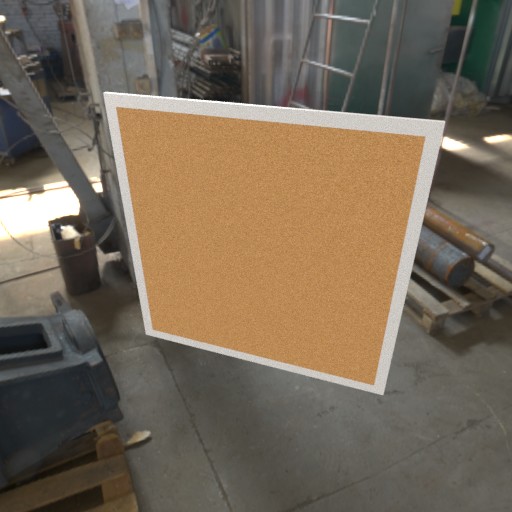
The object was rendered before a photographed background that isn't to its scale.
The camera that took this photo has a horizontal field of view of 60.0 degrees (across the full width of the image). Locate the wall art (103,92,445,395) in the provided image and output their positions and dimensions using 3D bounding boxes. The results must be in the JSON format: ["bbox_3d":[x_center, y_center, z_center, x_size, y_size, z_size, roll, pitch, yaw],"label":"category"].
[{"bbox_3d":[0.000,0.000,0.844,0.558,0.559,0.009,11,34,16],"label":"wall art"}]
